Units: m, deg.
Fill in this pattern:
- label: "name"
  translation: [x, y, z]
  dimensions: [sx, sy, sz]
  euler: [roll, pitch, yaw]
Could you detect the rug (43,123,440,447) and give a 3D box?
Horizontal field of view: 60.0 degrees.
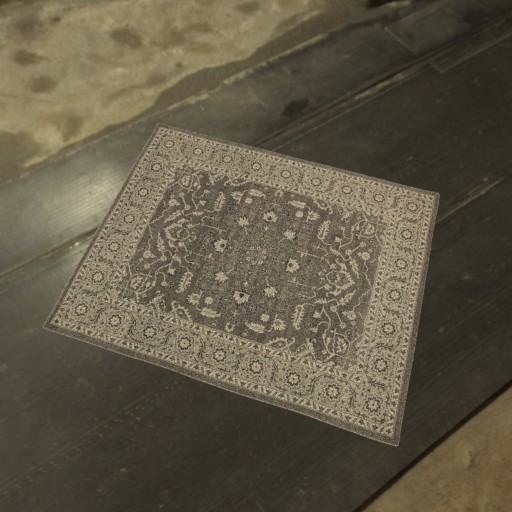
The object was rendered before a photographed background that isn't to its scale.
- label: "rug"
  translation: [0.000, 0.000, 4.108]
  dimensions: [3.069, 0.026, 2.451]
  euler: [16, 64, 8]
